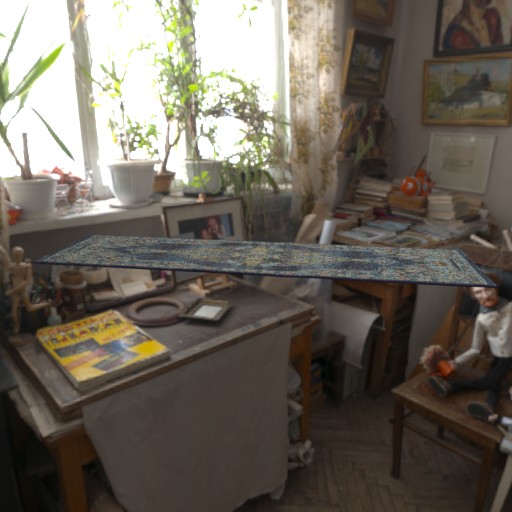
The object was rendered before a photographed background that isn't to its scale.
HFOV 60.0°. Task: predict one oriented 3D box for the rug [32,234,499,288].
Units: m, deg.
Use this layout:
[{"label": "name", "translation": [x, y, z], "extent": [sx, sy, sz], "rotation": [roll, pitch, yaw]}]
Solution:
[{"label": "rug", "translation": [0.000, 0.000, 2.422], "extent": [2.283, 0.016, 0.602], "rotation": [3, 17, 9]}]
